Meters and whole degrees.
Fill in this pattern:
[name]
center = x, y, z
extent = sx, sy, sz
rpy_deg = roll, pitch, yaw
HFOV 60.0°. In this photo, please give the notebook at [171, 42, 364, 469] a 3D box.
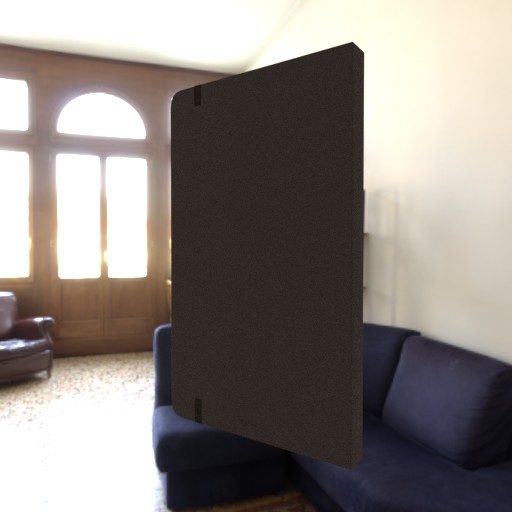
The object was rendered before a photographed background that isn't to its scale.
[notebook]
center = 0.000, 0.000, 0.262
extent = 0.127, 0.213, 0.016
rpy_deg = 1, 1, 35
